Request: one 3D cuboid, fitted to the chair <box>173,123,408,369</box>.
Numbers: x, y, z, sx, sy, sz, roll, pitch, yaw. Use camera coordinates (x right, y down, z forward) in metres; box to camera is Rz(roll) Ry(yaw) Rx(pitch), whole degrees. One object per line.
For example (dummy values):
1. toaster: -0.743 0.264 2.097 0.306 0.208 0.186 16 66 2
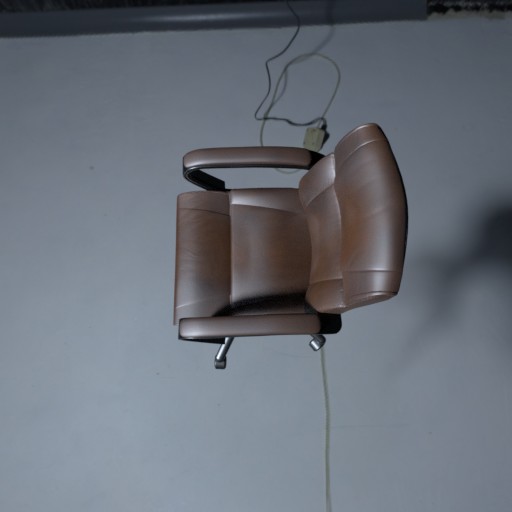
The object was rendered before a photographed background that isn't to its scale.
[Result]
1. chair: 0.000 0.000 1.509 0.717 1.004 0.739 -1 75 0
